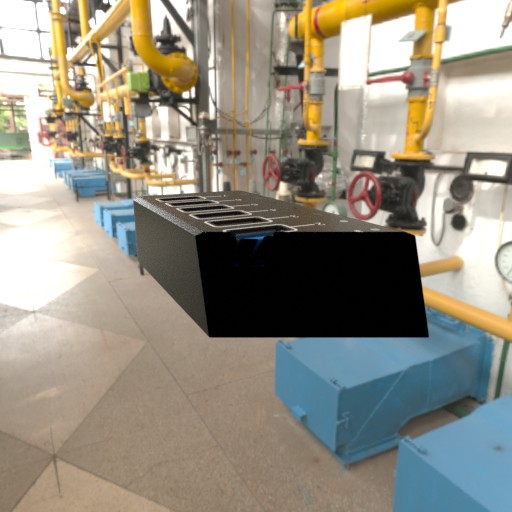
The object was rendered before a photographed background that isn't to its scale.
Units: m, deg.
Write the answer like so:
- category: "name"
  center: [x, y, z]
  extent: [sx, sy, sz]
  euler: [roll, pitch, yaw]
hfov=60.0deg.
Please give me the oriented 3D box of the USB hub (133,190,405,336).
- category: "USB hub"
  center: [0.000, 0.000, 0.124]
  extent: [0.044, 0.023, 0.110]
  euler: [-8, 17, -26]
